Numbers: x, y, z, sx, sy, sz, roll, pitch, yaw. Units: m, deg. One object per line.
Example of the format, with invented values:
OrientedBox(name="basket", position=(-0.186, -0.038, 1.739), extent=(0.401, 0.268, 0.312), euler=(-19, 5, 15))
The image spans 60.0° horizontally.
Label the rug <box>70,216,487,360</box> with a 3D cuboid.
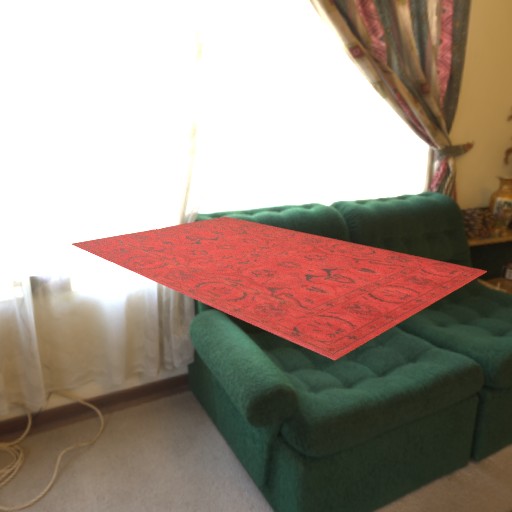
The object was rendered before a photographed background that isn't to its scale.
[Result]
OrientedBox(name="rug", position=(0.000, 0.000, 2.997), extent=(1.534, 0.010, 2.423), euler=(-15, 22, -42))
